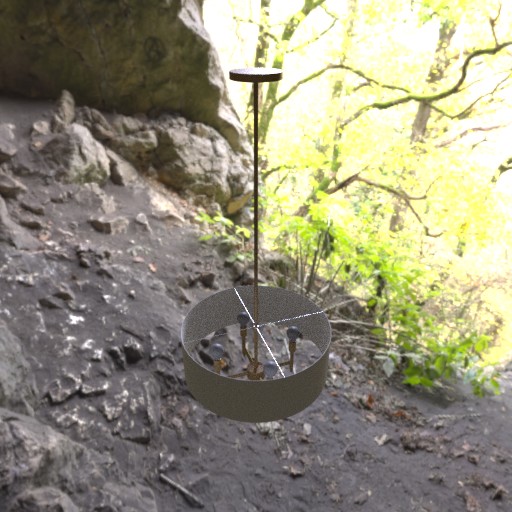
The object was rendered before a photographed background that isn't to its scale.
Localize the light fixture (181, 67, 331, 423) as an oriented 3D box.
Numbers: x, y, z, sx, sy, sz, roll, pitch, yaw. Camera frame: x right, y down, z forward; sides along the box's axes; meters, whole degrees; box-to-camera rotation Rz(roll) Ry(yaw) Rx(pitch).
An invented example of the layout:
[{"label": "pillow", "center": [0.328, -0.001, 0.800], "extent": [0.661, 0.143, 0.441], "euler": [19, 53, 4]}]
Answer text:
[{"label": "light fixture", "center": [0.000, 0.000, 1.374], "extent": [0.508, 1.067, 0.508], "euler": [0, 29, 0]}]
